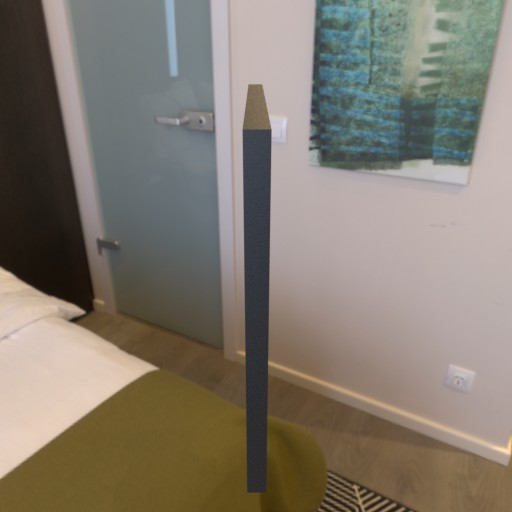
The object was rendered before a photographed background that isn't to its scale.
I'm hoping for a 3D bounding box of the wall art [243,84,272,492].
[{"bbox_3d":[0.000,0.000,1.140,0.042,0.766,0.769,0,26,0],"label":"wall art"}]
